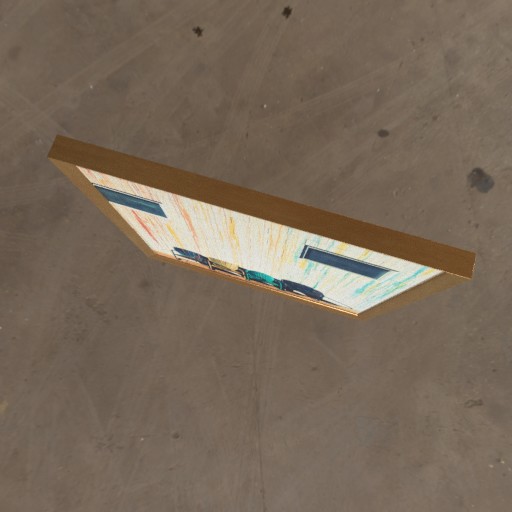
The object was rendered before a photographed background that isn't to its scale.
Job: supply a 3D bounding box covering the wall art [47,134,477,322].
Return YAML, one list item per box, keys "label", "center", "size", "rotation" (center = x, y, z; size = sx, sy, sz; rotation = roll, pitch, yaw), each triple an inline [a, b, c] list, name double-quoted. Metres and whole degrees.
- label: "wall art"
  center: [0.000, 0.000, 0.450]
  size: [0.302, 0.302, 0.019]
  rotation: [16, 77, 4]
